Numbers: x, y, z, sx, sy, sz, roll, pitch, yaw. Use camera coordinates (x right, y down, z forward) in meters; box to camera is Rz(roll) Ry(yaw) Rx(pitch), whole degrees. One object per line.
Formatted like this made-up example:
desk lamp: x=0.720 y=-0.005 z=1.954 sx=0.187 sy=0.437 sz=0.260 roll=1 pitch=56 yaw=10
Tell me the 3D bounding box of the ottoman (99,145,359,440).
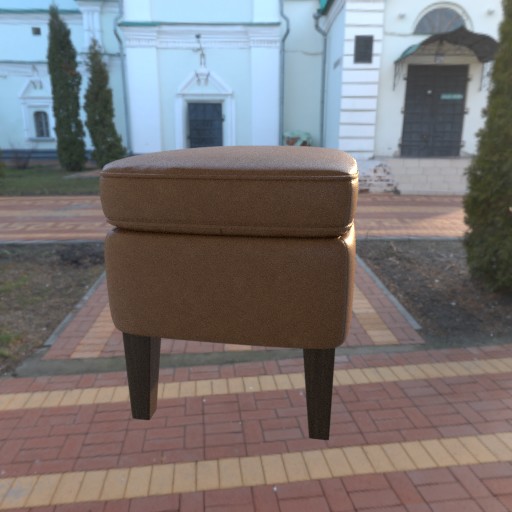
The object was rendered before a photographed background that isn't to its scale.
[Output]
ottoman: x=0.000 y=0.000 z=0.998 sx=0.420 sy=0.480 sz=0.670 roll=3 pitch=15 yaw=10
